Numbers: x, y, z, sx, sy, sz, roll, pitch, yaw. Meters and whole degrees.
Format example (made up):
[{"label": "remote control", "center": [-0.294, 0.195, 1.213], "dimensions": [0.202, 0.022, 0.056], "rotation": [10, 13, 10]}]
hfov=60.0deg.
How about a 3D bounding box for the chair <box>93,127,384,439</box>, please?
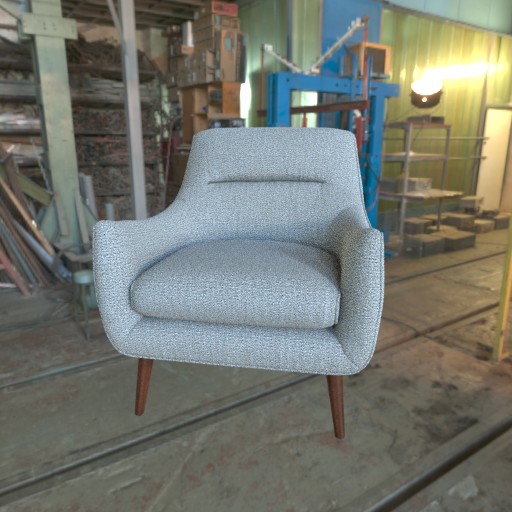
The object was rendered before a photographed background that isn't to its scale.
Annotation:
[{"label": "chair", "center": [0.000, 0.000, 1.476], "dimensions": [0.762, 0.838, 0.787], "rotation": [3, 15, 10]}]
